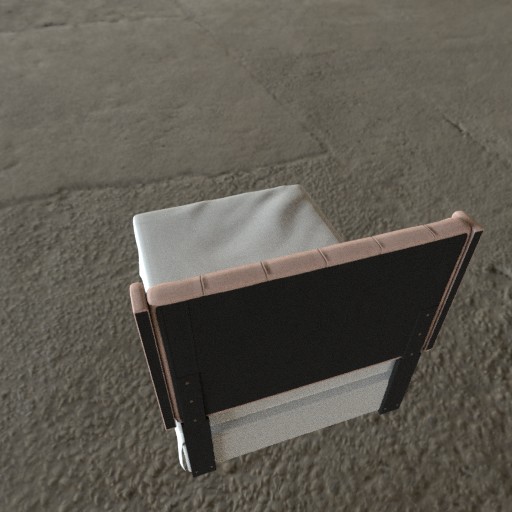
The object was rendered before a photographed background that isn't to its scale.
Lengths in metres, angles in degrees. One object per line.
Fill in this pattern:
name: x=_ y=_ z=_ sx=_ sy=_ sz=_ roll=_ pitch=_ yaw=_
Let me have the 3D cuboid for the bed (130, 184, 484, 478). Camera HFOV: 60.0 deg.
bed: x=0.000 y=0.000 z=3.231 sx=1.719 sy=1.665 sz=2.066 roll=-13 pitch=43 yaw=-14
